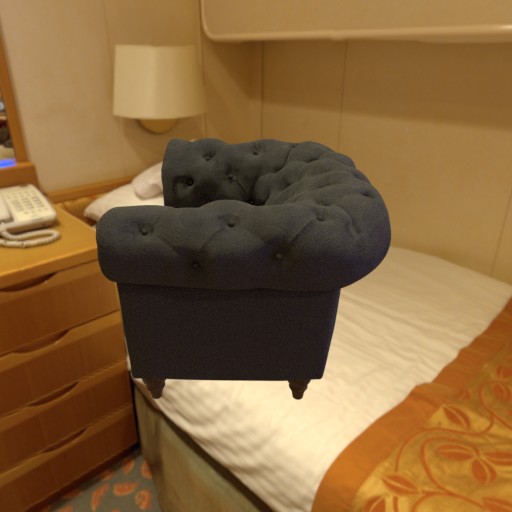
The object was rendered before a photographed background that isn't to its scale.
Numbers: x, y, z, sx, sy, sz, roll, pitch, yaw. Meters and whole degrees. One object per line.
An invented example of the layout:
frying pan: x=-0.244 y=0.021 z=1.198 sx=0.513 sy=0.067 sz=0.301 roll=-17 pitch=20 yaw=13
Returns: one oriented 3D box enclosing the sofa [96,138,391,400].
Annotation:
sofa: x=0.000 y=0.000 z=2.058 sx=1.032 sy=0.878 sz=1.405 roll=0 pitch=25 yaw=0
